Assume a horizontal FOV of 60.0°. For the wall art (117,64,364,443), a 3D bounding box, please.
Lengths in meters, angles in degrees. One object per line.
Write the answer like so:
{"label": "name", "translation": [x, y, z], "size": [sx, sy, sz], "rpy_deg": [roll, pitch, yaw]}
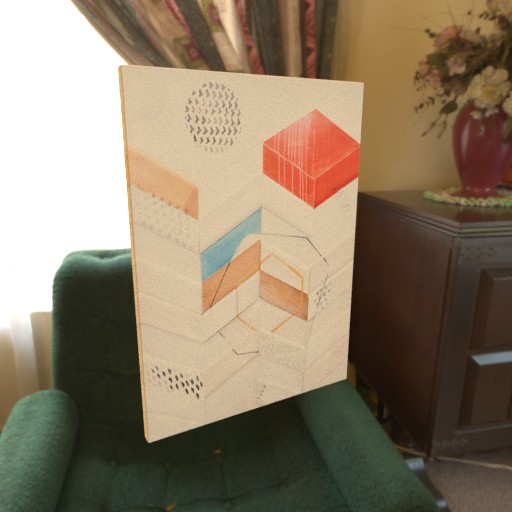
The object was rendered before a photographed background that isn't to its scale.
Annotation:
{"label": "wall art", "translation": [0.000, 0.000, 1.116], "size": [0.613, 0.848, 0.036], "rpy_deg": [-8, 17, -28]}
